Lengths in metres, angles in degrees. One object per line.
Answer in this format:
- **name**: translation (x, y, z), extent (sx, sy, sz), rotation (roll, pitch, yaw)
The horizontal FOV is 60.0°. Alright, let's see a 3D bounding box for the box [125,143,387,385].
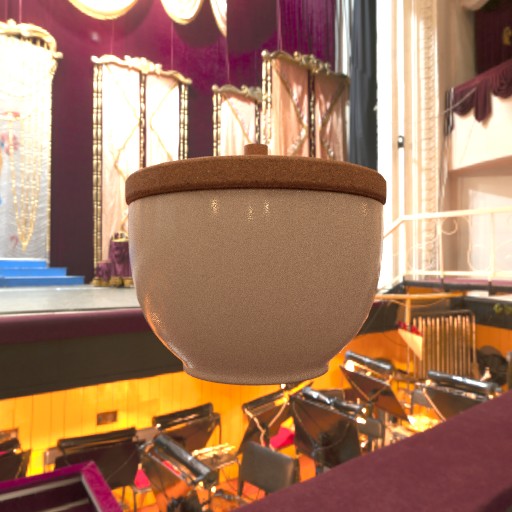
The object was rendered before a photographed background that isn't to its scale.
- **box**: translation (0.000, 0.000, 0.189), extent (0.107, 0.094, 0.107), rotation (0, -1, 0)
